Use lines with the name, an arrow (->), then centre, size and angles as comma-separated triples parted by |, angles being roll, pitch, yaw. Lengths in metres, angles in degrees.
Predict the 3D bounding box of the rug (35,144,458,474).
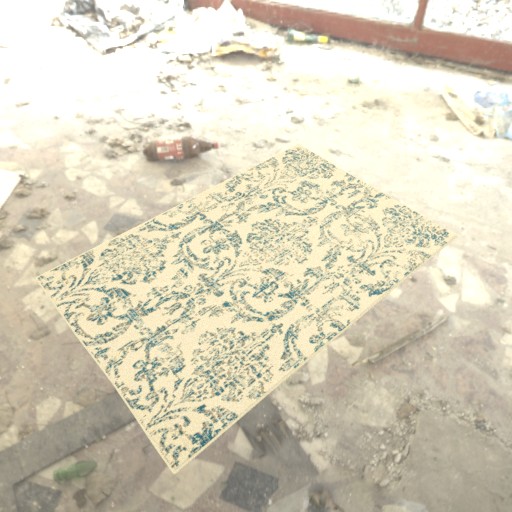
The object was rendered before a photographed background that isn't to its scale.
rug -> 0.000, 0.000, 2.284 | 1.831, 0.012, 1.213 | -32, 54, -27
